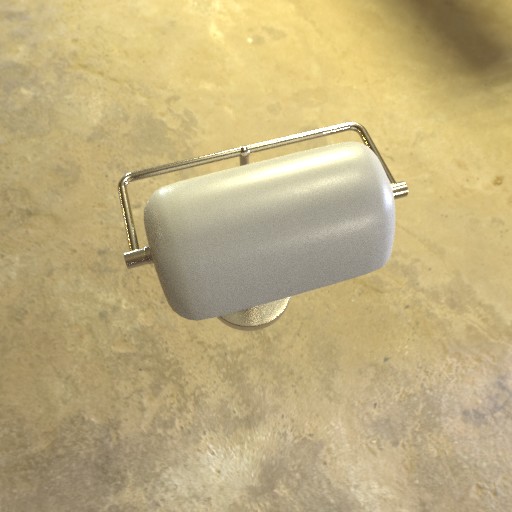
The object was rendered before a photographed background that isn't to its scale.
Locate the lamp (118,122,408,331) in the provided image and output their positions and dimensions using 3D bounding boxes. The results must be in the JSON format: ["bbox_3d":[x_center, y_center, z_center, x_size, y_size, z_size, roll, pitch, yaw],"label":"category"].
[{"bbox_3d":[0.000,0.000,0.565,0.269,0.404,0.227,-15,63,-8],"label":"lamp"}]
